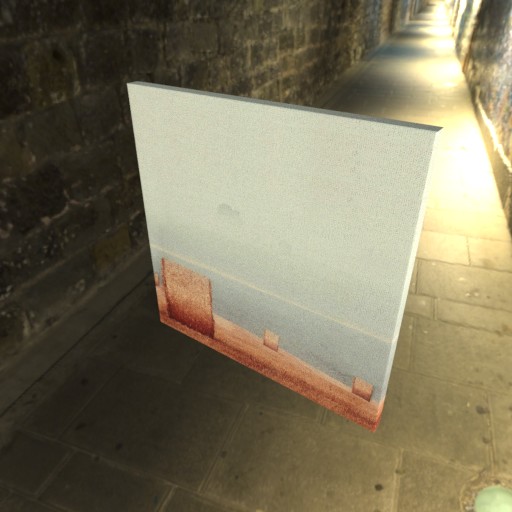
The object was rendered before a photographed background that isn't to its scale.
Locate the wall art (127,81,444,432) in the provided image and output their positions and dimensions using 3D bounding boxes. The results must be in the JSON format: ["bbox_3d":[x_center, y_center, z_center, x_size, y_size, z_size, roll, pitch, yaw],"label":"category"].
[{"bbox_3d":[0.000,0.000,0.896,0.605,0.605,0.034,20,36,30],"label":"wall art"}]
